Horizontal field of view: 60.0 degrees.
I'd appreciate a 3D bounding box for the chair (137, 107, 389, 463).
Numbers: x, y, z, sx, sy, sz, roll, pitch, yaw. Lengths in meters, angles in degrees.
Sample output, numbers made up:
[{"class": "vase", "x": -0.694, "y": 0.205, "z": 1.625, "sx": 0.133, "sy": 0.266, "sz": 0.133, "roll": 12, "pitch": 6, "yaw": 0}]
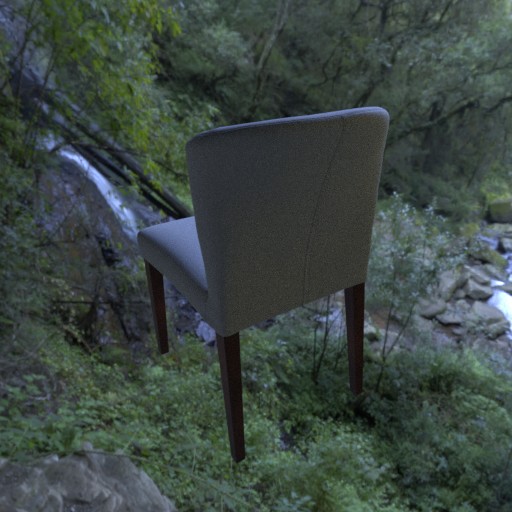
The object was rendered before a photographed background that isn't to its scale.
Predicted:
[{"class": "chair", "x": 0.000, "y": 0.000, "z": 1.208, "sx": 0.491, "sy": 0.839, "sz": 0.592, "roll": -17, "pitch": 32, "yaw": -29}]
